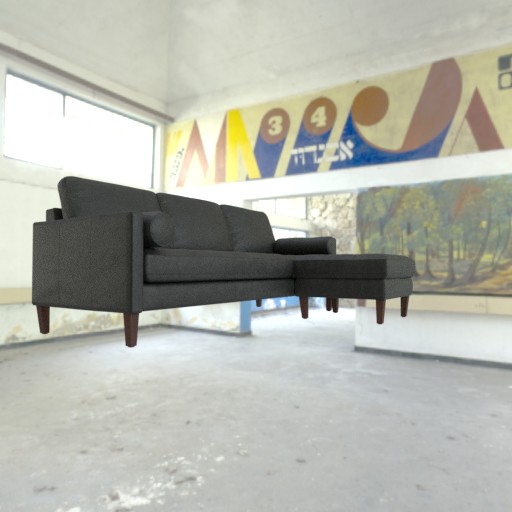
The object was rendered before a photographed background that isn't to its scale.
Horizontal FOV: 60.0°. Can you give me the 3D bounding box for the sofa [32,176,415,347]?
[{"bbox_3d":[0.000,0.000,2.887,1.497,0.876,2.178,-1,-2,35],"label":"sofa"}]
